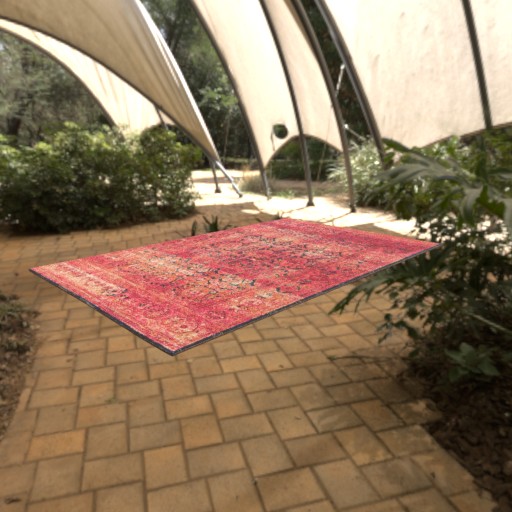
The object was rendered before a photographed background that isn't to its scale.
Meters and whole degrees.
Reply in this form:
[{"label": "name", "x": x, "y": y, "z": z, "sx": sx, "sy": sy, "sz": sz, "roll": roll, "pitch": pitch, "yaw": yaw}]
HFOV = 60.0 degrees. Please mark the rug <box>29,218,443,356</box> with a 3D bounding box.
[{"label": "rug", "x": 0.000, "y": 0.000, "z": 3.029, "sx": 1.539, "sy": 0.018, "sz": 2.449, "roll": 15, "pitch": 21, "yaw": 43}]
